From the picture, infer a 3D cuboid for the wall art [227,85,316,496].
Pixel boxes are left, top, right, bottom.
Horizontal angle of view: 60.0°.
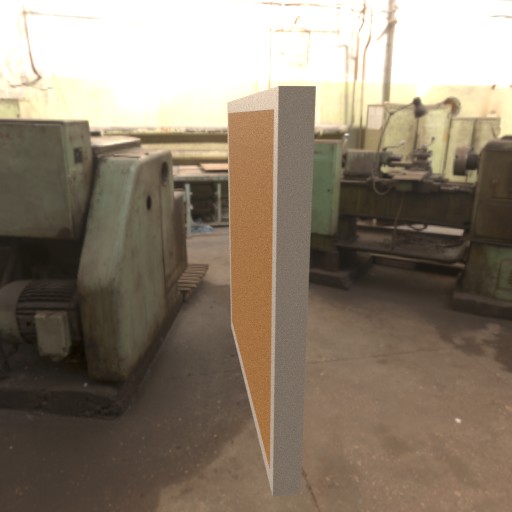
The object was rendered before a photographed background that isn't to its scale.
[{"bbox_3d":[0.000,0.000,0.752,0.038,0.508,0.507,-3,18,-9],"label":"wall art"}]
